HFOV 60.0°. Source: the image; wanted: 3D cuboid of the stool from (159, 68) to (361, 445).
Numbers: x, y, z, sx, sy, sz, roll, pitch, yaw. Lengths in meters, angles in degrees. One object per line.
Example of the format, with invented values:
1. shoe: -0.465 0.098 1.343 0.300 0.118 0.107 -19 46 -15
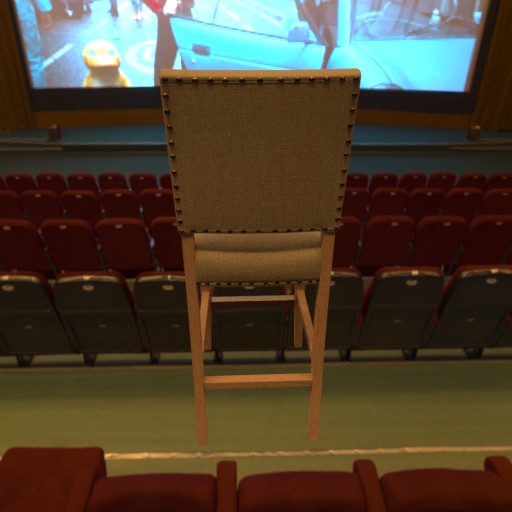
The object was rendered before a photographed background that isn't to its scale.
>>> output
1. stool: 0.000 0.000 1.450 0.445 1.173 0.585 -1 27 -2
